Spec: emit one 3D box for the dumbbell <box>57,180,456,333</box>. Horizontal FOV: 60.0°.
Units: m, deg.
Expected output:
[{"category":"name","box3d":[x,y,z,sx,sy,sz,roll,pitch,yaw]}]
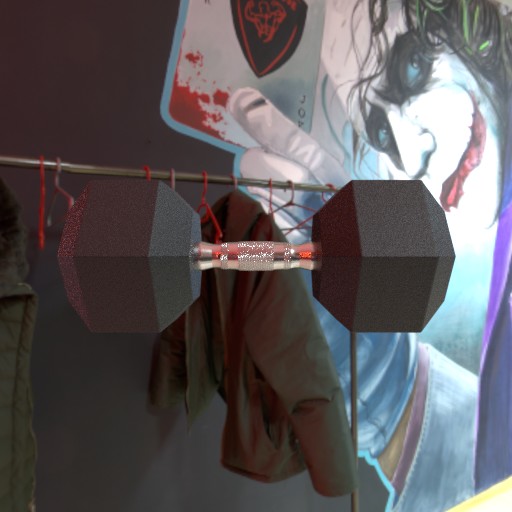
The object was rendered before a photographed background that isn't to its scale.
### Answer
[{"category":"dumbbell","box3d":[0.000,0.000,0.338,0.271,0.106,0.122,0,0,1]}]
